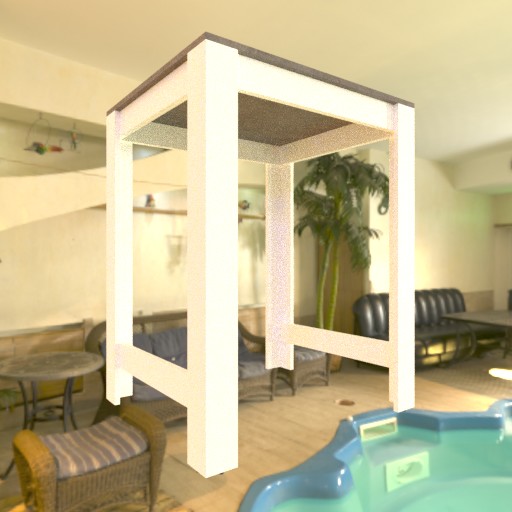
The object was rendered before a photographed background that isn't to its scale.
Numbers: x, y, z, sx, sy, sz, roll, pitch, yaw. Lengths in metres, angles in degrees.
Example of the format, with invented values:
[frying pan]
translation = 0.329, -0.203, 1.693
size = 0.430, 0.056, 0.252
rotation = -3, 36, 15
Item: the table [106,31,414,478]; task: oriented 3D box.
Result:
[table]
translation = 0.000, 0.000, 1.525
size = 0.800, 1.020, 0.700
rotation = 0, 0, -36
